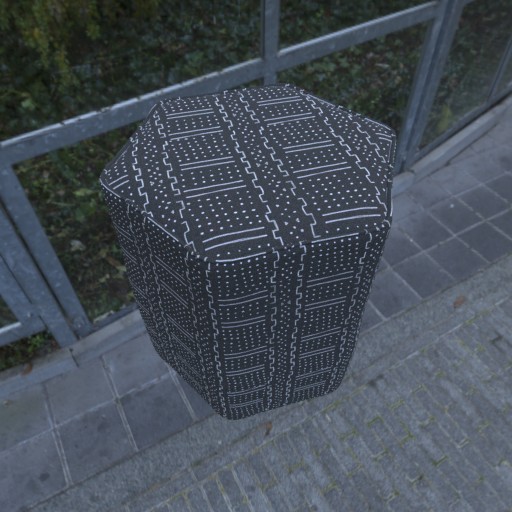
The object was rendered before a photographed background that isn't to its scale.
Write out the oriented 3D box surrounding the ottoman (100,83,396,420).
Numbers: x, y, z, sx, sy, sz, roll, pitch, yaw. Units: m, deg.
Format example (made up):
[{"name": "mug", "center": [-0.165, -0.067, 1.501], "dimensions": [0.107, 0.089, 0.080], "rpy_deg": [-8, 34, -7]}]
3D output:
[{"name": "ottoman", "center": [0.000, 0.000, 0.879], "dimensions": [0.494, 0.502, 0.443], "rpy_deg": [-12, 48, -11]}]
